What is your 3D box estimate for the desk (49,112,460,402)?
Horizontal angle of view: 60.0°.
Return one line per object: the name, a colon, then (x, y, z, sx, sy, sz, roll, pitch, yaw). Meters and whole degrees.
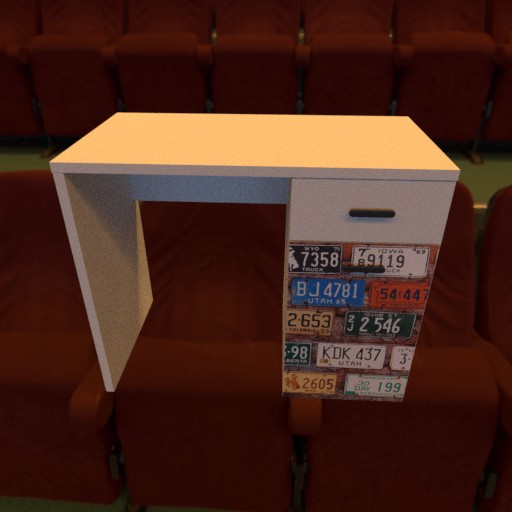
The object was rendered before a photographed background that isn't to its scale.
desk: (0.000, 0.000, 1.348, 0.898, 0.730, 0.482, 2, 31, 3)
